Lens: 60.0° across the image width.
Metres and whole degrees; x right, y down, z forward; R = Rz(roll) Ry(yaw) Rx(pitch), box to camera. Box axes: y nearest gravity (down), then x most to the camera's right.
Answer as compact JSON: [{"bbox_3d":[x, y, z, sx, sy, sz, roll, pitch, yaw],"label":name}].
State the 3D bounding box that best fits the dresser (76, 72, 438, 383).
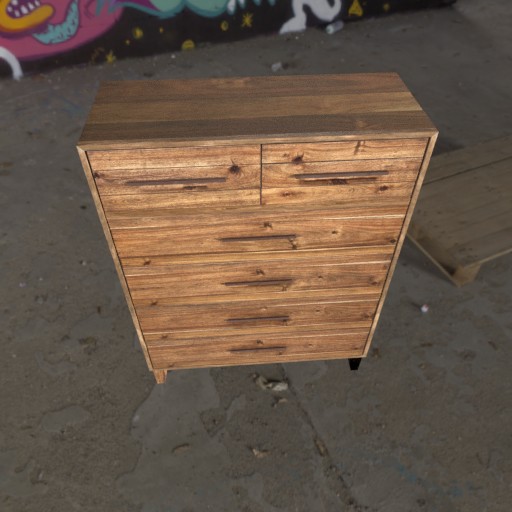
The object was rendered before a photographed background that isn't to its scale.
[{"bbox_3d":[0.000,0.000,1.936,1.062,1.393,0.442,-3,45,-3],"label":"dresser"}]
